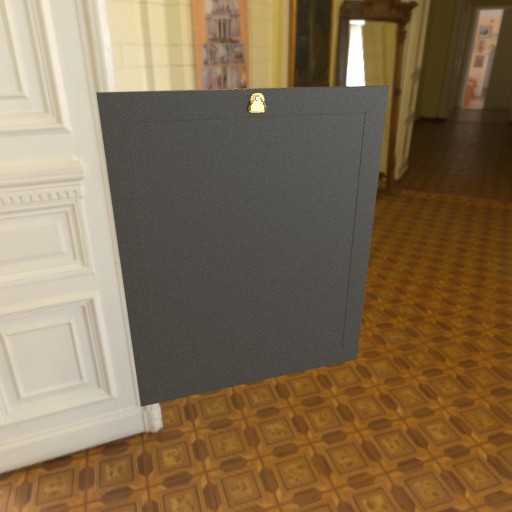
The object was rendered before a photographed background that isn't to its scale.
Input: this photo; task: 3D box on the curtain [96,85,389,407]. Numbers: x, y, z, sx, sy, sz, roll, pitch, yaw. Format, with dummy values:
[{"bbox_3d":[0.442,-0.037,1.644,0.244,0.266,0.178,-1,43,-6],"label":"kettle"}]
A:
[{"bbox_3d":[0.000,0.000,0.828,0.483,0.585,0.027,-8,26,-16],"label":"curtain"}]
